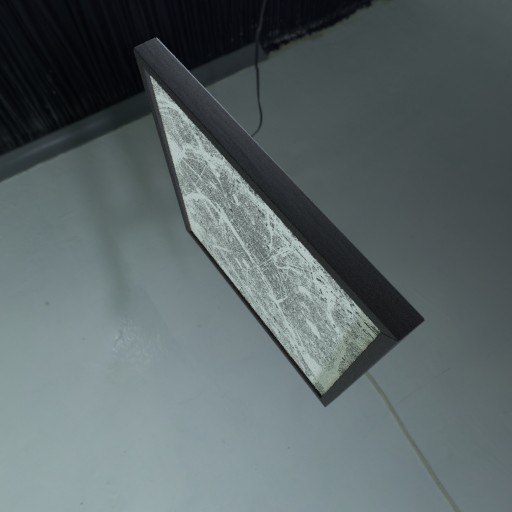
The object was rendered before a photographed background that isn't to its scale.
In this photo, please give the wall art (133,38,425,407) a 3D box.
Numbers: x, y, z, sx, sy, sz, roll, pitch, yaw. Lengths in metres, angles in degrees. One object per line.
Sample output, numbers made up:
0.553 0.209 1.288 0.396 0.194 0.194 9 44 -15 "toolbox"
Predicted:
0.000 0.000 0.749 0.037 0.508 0.508 -34 69 -15 "wall art"
